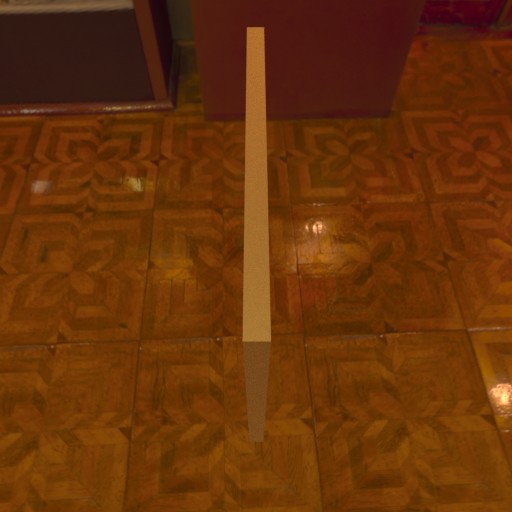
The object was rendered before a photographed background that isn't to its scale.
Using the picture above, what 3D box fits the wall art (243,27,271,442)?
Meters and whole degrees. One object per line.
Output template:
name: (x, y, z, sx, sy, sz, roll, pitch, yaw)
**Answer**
wall art: (0.000, 0.000, 2.874, 0.099, 1.926, 1.926, 0, 58, 0)
